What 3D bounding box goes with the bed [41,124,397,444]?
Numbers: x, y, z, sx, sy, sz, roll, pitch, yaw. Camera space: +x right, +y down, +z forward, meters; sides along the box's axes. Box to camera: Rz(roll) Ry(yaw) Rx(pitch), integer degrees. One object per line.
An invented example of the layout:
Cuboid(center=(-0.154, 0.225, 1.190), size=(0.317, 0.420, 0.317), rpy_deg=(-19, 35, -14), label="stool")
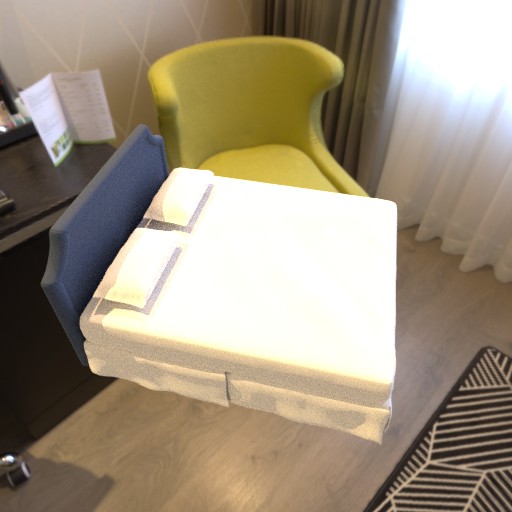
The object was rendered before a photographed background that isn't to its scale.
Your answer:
Cuboid(center=(0.000, 0.000, 4.120), size=(2.773, 1.488, 2.350), rpy_deg=(10, 46, 9), label="bed")
